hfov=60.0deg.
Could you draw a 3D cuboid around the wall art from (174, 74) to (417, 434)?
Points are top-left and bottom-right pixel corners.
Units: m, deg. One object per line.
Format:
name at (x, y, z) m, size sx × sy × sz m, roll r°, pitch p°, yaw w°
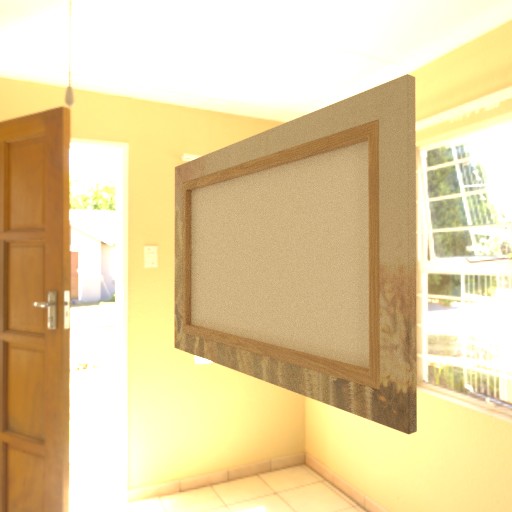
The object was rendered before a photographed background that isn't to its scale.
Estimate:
wall art at (0.000, 0.000, 1.872) m, size 0.038 × 1.012 × 1.525 m, roll 0°, pitch -1°, yaw -35°
